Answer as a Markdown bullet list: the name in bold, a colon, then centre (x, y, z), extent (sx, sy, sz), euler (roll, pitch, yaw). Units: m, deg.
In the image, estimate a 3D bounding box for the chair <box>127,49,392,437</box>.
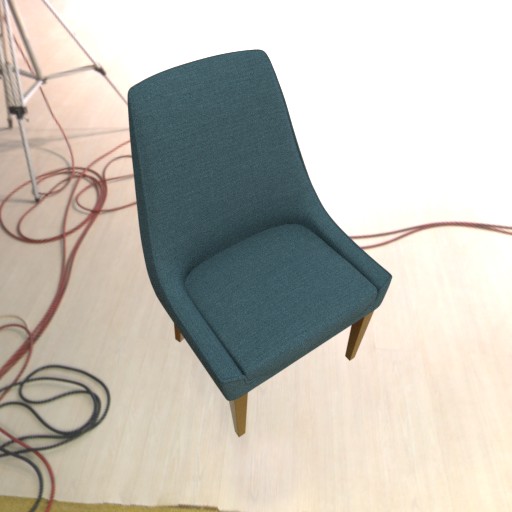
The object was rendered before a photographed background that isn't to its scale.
- **chair**: centre (0.000, 0.000, 1.187), extent (0.529, 0.861, 0.544), euler (-27, 53, -22)
